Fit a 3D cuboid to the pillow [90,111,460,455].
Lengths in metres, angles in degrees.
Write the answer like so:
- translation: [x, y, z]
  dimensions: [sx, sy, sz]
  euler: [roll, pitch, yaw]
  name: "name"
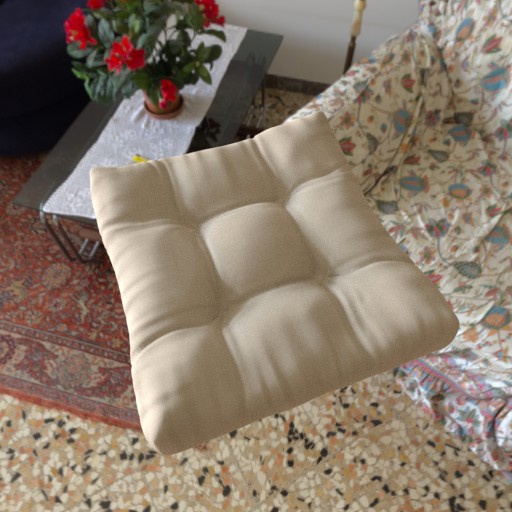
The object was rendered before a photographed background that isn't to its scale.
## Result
- translation: [0.000, 0.000, 0.730]
  dimensions: [0.468, 0.128, 0.490]
  euler: [-17, 59, -11]
  name: "pillow"
